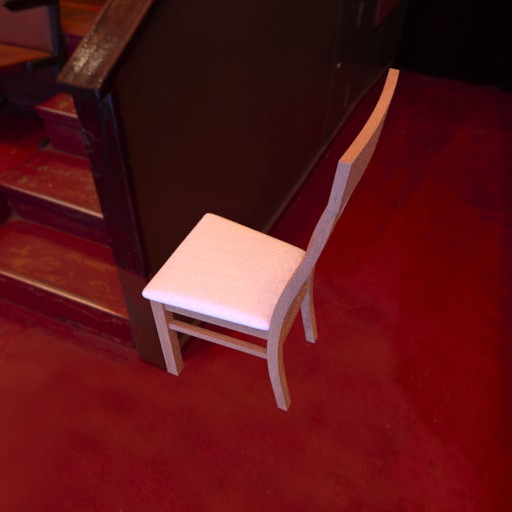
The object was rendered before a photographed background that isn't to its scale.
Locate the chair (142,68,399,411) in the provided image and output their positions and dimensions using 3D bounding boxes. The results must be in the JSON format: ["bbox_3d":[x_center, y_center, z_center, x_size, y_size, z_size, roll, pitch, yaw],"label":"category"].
[{"bbox_3d":[0.000,0.000,1.354,0.580,1.050,0.450,17,46,17],"label":"chair"}]
